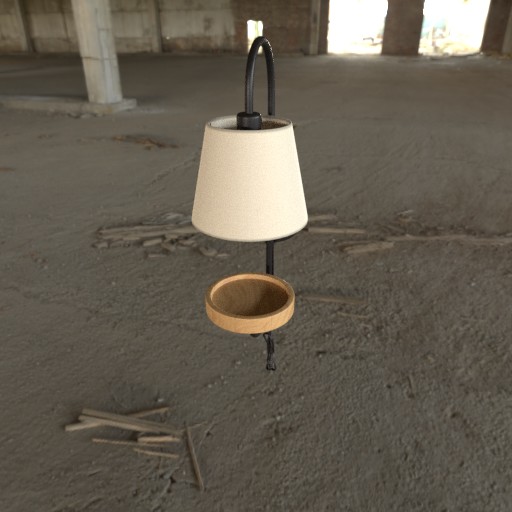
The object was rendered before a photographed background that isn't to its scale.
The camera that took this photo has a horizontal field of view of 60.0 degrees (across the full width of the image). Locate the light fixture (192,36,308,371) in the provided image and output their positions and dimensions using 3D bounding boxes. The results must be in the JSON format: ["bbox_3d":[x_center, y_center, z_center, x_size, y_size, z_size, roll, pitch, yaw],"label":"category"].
[{"bbox_3d":[0.000,0.000,0.924,0.220,0.821,0.299,8,28,16],"label":"light fixture"}]
